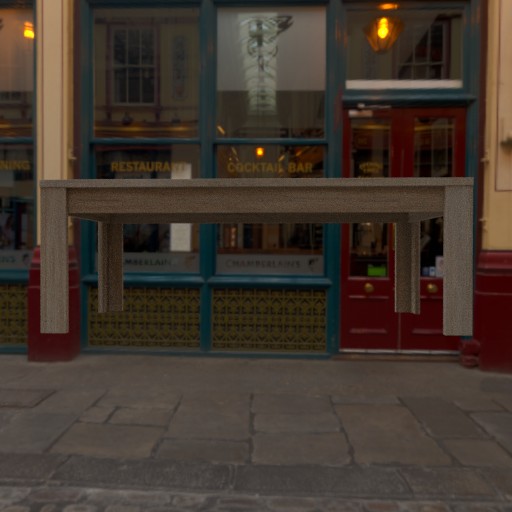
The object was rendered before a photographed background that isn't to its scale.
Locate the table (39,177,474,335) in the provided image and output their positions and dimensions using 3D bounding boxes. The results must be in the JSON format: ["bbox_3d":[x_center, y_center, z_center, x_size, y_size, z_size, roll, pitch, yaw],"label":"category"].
[{"bbox_3d":[0.000,0.000,2.696,2.200,0.790,0.900,0,0,2],"label":"table"}]
